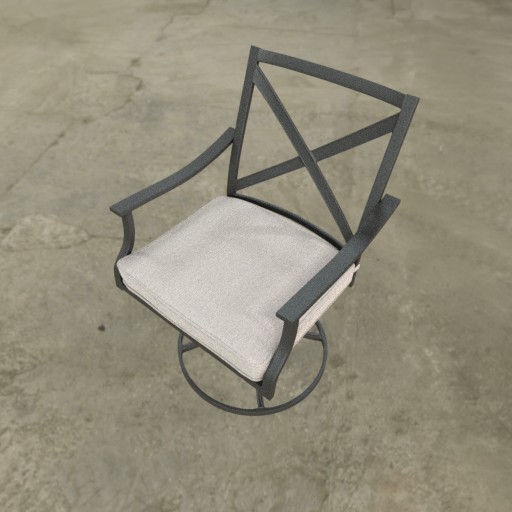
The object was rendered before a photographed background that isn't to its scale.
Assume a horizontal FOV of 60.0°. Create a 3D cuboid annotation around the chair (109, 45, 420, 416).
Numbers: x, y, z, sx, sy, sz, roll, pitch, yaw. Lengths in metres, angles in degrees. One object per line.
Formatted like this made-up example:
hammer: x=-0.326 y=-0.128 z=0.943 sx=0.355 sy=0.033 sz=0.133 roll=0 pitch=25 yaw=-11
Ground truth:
chair: x=0.000 y=0.000 z=1.272 sx=0.575 sy=0.889 sz=0.620 roll=30 pitch=53 yaw=26
